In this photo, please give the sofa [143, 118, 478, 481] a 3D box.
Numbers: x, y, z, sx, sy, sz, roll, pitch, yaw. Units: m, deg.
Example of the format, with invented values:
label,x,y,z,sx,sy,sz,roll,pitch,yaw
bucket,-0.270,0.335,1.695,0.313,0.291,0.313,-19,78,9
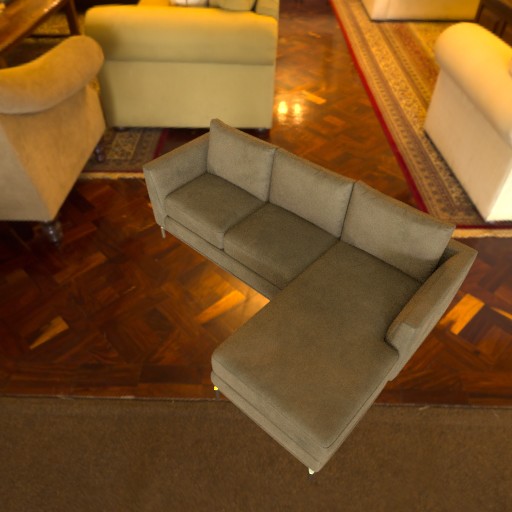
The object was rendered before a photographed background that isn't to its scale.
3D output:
label,x,y,z,sx,sy,sz,roll,pitch,yaw
sofa,0.000,0.000,3.194,2.438,0.987,1.622,32,52,29
